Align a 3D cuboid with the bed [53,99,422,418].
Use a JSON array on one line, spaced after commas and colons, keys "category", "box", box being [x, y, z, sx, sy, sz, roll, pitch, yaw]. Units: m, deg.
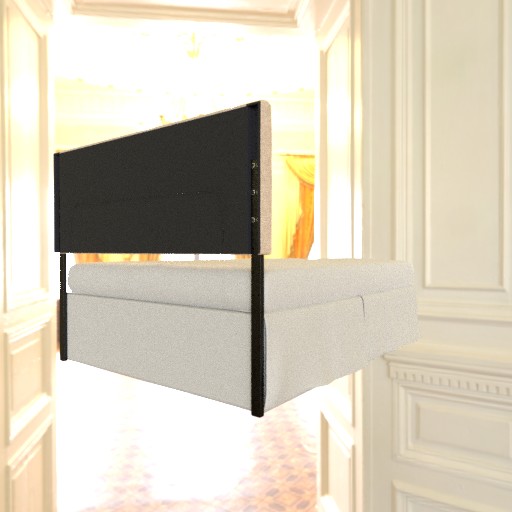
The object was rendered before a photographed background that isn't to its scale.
[{"category": "bed", "box": [0.000, 0.000, 2.997, 1.643, 1.270, 1.978, 1, 1, 37]}]
